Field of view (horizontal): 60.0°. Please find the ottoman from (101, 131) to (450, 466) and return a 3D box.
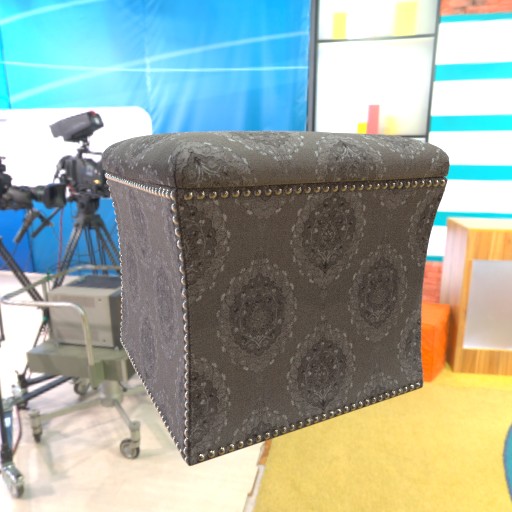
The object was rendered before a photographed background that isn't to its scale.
[{"bbox_3d":[0.000,0.000,0.877,0.497,0.473,0.507,-7,15,-27],"label":"ottoman"}]
